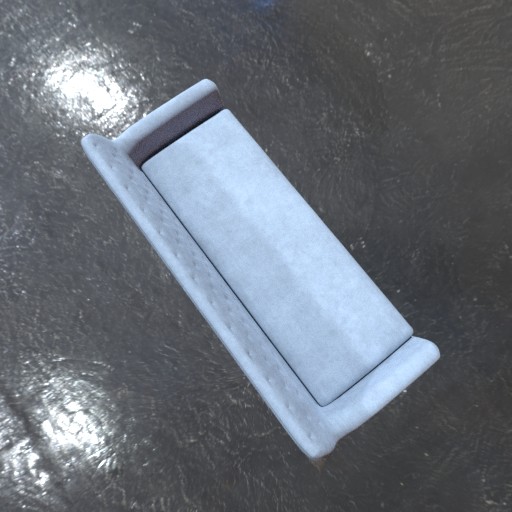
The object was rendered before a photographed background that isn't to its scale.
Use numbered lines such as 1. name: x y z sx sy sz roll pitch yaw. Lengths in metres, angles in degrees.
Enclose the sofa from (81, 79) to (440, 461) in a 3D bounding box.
1. sofa: 0.000 0.000 2.429 0.830 0.830 1.970 -36 78 -9
